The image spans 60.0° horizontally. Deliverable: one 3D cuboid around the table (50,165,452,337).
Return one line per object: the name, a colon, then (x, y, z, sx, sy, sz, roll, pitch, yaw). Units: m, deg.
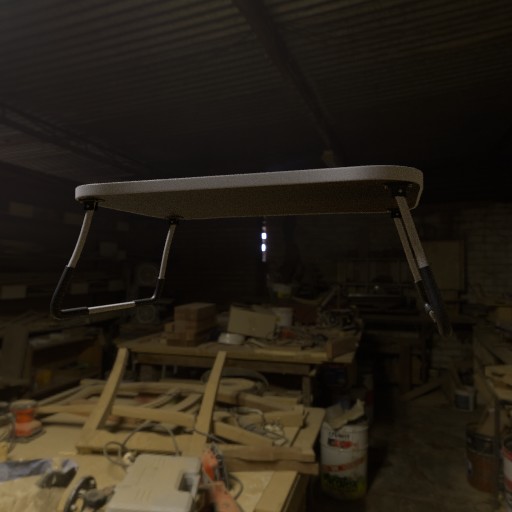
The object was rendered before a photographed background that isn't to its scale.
table: (0.000, 0.000, 0.854, 0.660, 0.232, 0.400, 0, -1, 18)
